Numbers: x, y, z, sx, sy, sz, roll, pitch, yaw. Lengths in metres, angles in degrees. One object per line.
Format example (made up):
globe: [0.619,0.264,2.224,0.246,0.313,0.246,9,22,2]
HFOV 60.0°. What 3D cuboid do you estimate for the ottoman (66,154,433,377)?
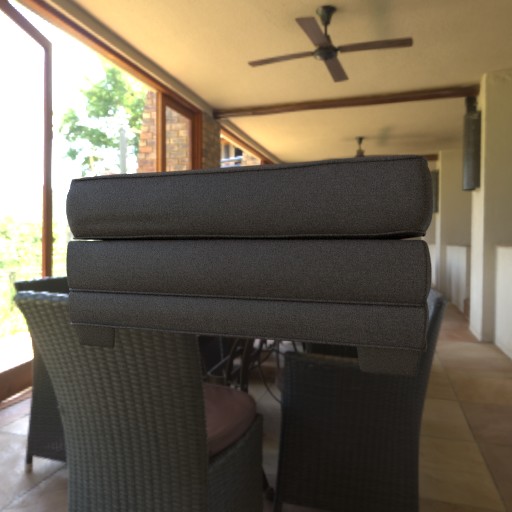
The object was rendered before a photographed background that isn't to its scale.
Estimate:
ottoman: [0.000,0.000,1.172,0.864,0.448,0.490,1,2,20]
